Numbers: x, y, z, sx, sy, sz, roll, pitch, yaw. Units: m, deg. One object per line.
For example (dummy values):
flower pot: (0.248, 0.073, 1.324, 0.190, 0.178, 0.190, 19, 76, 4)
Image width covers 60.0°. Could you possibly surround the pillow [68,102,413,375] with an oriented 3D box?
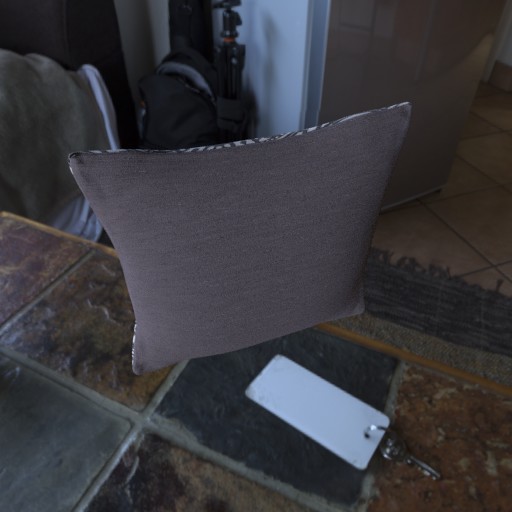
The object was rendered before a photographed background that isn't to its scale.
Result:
pillow: (0.000, 0.000, 0.663, 0.436, 0.417, 0.148, -13, 44, -14)
